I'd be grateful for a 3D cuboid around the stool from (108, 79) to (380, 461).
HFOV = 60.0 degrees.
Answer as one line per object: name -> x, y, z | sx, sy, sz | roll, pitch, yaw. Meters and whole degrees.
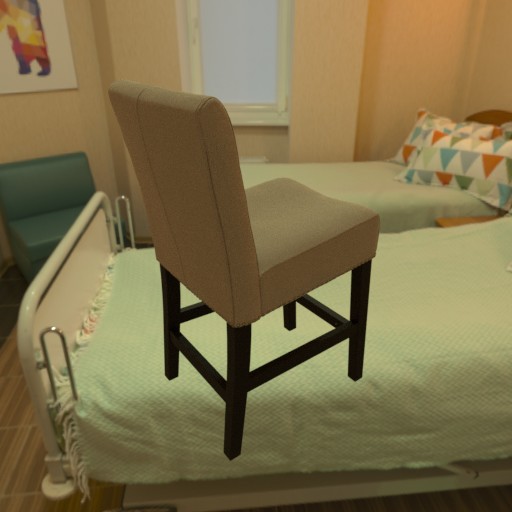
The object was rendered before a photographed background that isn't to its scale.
stool -> 0.000, 0.000, 1.188 | 0.571, 0.885, 0.427 | -18, 32, -32
